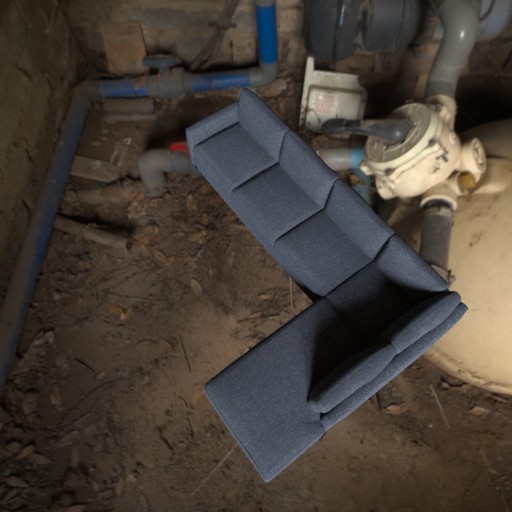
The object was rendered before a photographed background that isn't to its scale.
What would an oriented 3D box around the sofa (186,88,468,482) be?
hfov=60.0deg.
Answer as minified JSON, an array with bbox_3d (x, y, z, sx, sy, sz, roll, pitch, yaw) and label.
[{"bbox_3d":[0.000,0.000,3.878,2.007,0.815,2.949,-33,67,-16],"label":"sofa"}]
